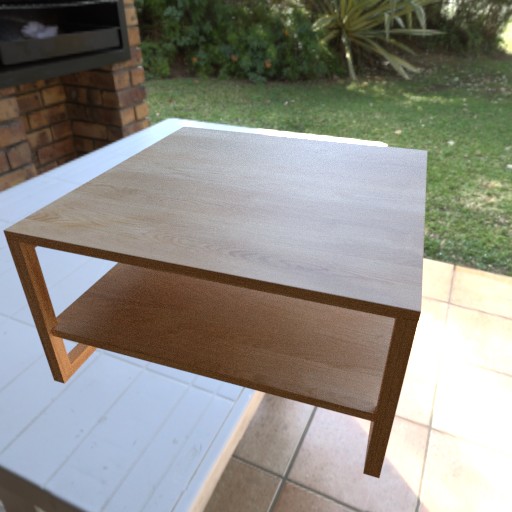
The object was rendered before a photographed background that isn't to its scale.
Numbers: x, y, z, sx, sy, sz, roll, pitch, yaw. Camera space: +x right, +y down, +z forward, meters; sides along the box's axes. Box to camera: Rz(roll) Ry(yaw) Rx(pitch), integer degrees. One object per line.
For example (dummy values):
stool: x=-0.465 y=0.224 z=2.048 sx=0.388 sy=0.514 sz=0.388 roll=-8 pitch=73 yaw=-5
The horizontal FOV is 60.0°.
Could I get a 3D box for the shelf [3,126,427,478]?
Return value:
shelf: x=0.000 y=0.000 z=1.363 sx=0.899 sy=0.480 sz=0.899 roll=10 pitch=33 yaw=16
